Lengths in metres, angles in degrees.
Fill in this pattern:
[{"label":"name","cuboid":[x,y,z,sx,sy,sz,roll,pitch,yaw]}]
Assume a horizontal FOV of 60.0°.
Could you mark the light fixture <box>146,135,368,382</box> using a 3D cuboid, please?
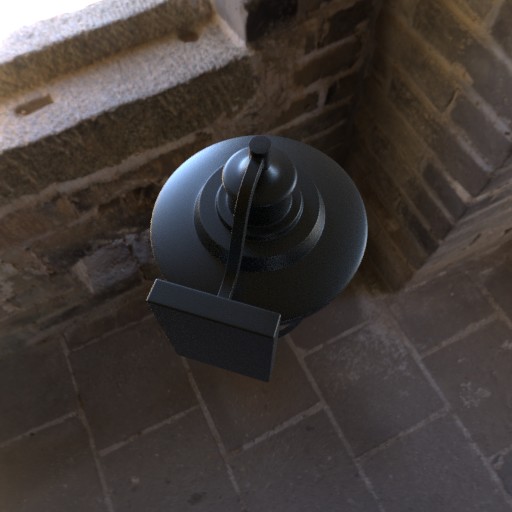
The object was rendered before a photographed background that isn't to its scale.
[{"label":"light fixture","cuboid":[0.000,0.000,0.505,0.222,0.345,0.252,15,63,8]}]
